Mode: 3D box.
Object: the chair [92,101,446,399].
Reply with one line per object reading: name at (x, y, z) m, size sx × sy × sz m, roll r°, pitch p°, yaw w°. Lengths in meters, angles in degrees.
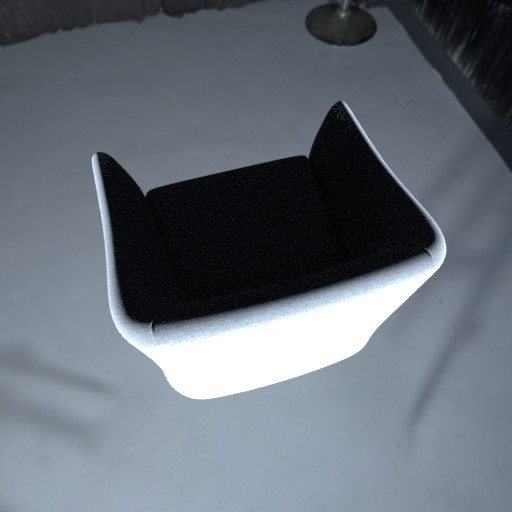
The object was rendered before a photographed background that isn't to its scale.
chair at (0.000, 0.000, 1.347) m, size 0.790 × 0.720 × 0.700 m, roll -14°, pitch 61°, yaw -8°
